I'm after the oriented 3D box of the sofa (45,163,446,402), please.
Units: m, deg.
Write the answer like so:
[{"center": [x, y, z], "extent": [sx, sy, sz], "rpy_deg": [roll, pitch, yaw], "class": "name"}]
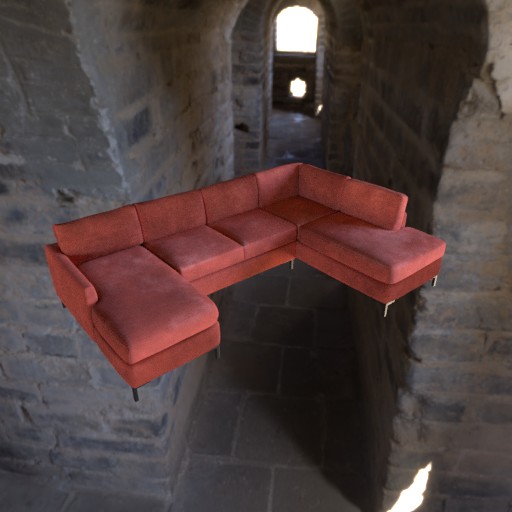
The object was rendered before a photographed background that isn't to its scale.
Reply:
[{"center": [0.000, 0.000, 3.910], "extent": [2.971, 0.858, 1.981], "rpy_deg": [-21, 35, -34], "class": "sofa"}]
